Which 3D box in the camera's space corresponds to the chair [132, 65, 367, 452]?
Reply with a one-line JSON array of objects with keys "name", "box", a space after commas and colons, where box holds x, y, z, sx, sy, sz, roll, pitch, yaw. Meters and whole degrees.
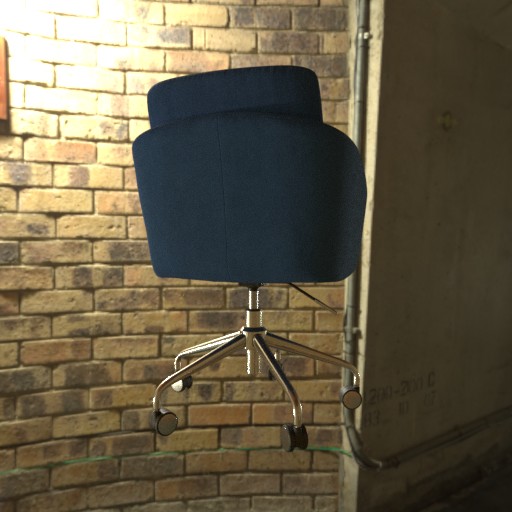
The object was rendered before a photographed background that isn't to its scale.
[{"name": "chair", "box": [0.000, 0.000, 1.343, 0.641, 0.908, 0.635, 0, 1, 16]}]
